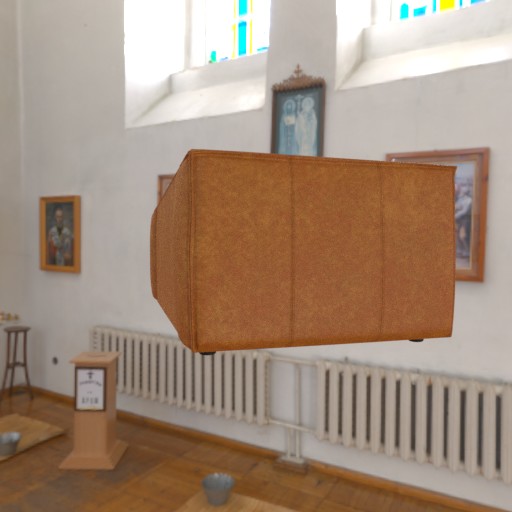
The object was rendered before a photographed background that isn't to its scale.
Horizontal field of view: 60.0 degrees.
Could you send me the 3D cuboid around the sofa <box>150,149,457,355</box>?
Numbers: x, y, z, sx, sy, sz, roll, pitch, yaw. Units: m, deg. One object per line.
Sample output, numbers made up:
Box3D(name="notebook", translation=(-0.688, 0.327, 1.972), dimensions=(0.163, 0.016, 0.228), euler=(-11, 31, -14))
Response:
Box3D(name="sofa", translation=(0.000, 0.000, 2.537), dimensions=(1.102, 0.703, 2.088), euler=(0, 0, -16))
